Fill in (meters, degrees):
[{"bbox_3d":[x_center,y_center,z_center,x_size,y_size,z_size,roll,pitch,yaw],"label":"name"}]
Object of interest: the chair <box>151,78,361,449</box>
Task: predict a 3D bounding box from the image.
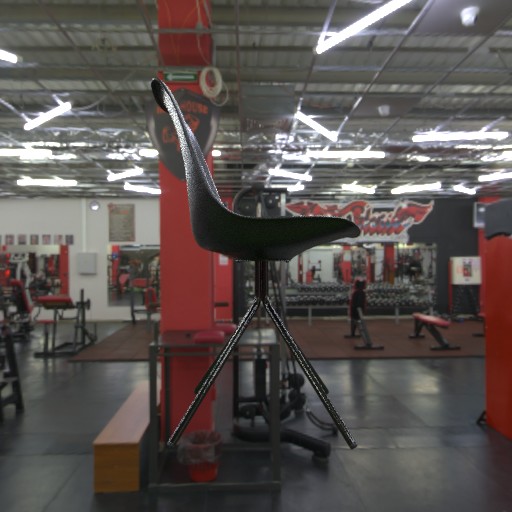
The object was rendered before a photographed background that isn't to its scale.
[{"bbox_3d":[0.000,0.000,1.174,0.525,0.850,0.461,0,-1,0],"label":"chair"}]
